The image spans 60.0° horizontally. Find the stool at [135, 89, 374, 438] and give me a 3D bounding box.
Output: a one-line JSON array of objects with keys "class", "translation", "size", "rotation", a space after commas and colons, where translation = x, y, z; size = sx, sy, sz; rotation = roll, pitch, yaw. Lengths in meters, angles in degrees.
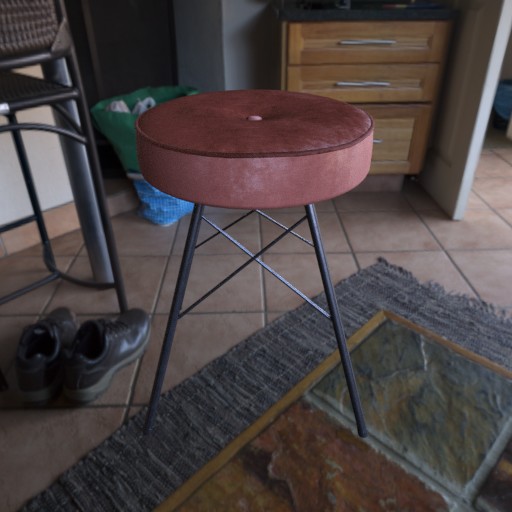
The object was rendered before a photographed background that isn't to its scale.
[{"class": "stool", "translation": [0.000, 0.000, 0.912], "size": [0.457, 0.593, 0.421], "rotation": [0, 32, 1]}]
